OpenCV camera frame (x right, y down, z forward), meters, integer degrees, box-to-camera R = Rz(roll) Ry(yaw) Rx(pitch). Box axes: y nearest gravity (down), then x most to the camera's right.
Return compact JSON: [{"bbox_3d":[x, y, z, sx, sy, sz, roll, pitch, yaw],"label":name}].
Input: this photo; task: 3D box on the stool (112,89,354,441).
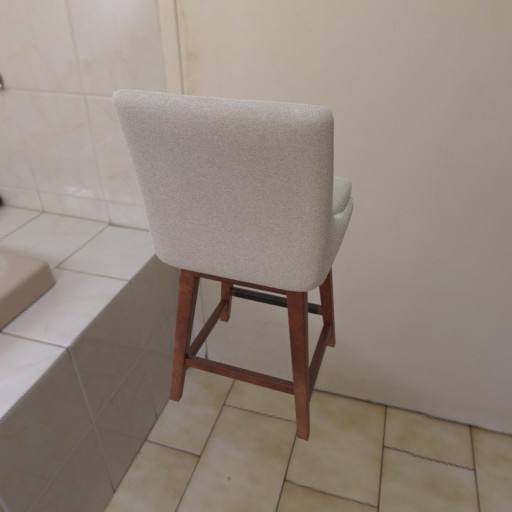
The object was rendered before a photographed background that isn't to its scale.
[{"bbox_3d":[0.000,0.000,1.283,0.469,0.991,0.559,11,34,16],"label":"stool"}]
